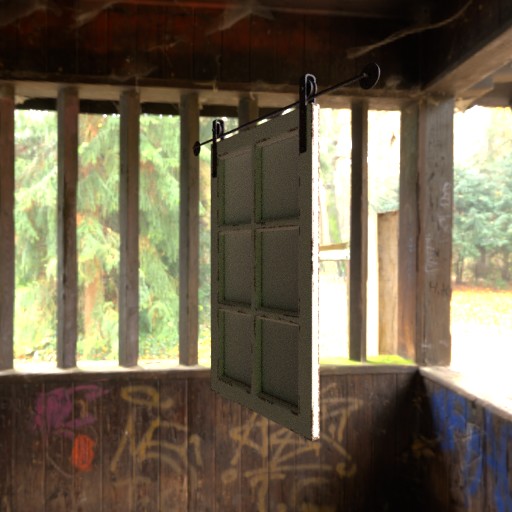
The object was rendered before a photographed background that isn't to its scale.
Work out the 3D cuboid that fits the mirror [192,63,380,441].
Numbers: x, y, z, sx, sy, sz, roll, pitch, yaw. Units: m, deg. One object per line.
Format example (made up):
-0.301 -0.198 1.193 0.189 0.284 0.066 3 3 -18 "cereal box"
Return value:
0.000 0.000 1.205 0.037 0.844 0.808 0 0 -35 "mirror"
